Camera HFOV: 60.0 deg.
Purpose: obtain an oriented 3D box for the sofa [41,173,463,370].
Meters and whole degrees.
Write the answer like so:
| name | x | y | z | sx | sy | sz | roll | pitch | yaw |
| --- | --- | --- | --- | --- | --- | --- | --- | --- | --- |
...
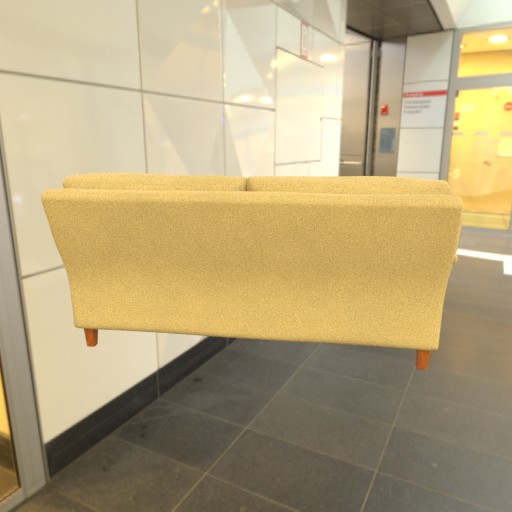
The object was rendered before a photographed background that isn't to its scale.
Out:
| name | x | y | z | sx | sy | sz | roll | pitch | yaw |
| --- | --- | --- | --- | --- | --- | --- | --- | --- | --- |
| sofa | 0.000 | 0.000 | 2.657 | 2.070 | 0.997 | 1.091 | 2 | 14 | 8 |
